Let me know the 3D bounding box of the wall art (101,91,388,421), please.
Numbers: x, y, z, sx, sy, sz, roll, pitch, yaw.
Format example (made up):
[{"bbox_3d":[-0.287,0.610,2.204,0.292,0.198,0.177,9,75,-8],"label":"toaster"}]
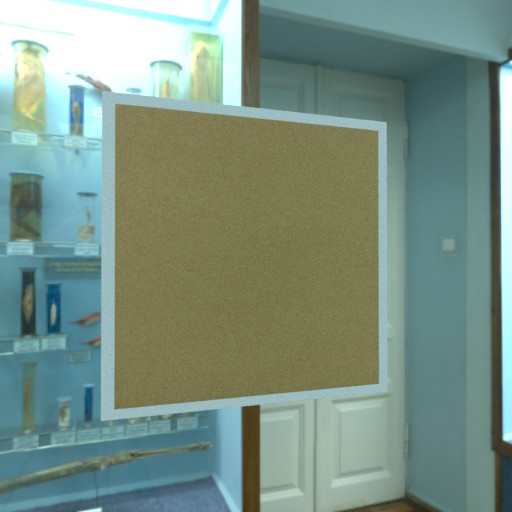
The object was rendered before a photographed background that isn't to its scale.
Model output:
[{"bbox_3d":[0.000,0.000,0.468,0.307,0.307,0.020,0,-1,-18],"label":"wall art"}]
